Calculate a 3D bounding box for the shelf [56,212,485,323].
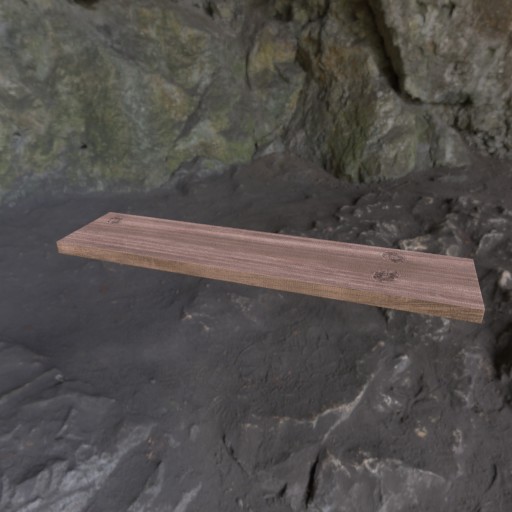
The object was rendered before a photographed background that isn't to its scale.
[{"bbox_3d":[0.000,0.000,0.667,0.610,0.020,0.140,8,27,17],"label":"shelf"}]
